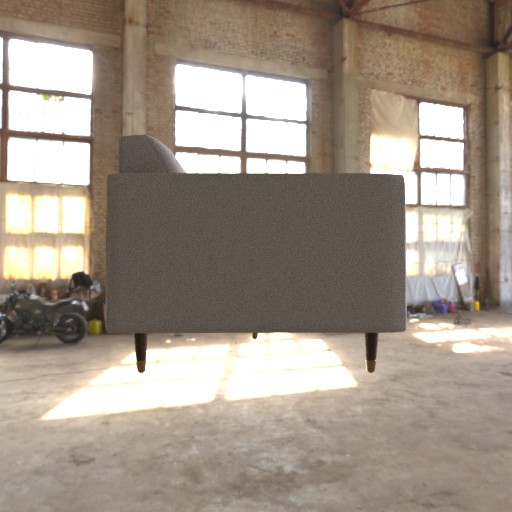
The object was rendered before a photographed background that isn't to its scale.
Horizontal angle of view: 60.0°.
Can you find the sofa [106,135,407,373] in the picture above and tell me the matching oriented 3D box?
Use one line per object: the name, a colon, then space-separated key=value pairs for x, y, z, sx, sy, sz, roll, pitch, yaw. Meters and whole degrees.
sofa: x=0.000 y=0.000 z=2.146 sx=0.950 sy=0.801 sz=1.585 roll=0 pitch=-1 yaw=-1
